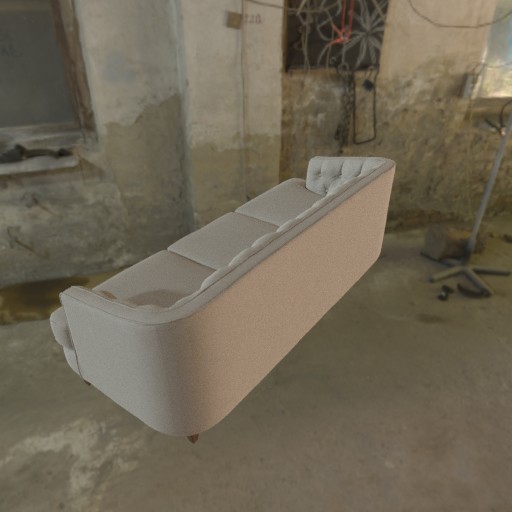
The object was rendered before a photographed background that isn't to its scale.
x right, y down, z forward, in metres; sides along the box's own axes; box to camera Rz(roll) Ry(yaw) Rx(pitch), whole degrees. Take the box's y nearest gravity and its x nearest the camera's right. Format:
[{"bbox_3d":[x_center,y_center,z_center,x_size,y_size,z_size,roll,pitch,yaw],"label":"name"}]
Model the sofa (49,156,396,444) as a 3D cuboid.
[{"bbox_3d":[0.000,0.000,2.745,0.941,0.855,2.278,22,38,31],"label":"sofa"}]
